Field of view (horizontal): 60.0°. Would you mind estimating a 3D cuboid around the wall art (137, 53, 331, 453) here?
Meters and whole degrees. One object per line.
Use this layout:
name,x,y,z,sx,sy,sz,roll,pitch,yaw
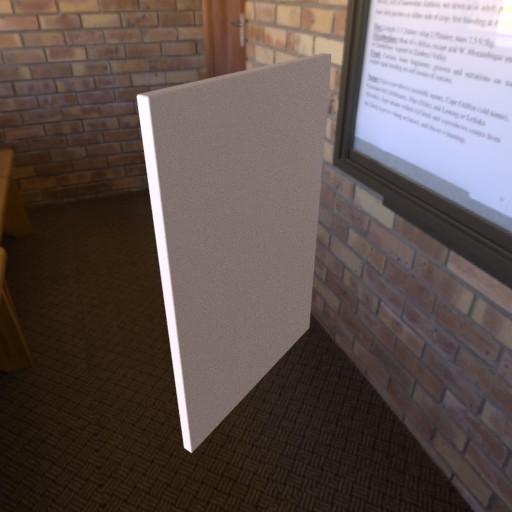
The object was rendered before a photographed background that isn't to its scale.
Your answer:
wall art,0.000,0.000,1.507,0.038,1.183,0.808,21,37,30
